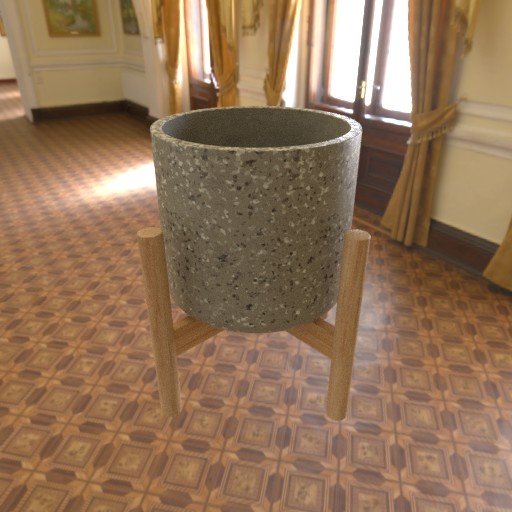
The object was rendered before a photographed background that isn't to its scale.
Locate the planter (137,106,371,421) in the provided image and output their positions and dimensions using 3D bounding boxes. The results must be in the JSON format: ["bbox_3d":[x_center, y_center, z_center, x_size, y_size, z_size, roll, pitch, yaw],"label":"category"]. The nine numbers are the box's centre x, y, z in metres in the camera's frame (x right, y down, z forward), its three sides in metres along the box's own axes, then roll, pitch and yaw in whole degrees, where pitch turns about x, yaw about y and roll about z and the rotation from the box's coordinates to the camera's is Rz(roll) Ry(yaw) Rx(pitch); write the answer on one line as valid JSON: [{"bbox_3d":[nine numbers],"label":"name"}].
[{"bbox_3d":[0.000,0.000,0.549,0.284,0.320,0.284,-10,30,-18],"label":"planter"}]
